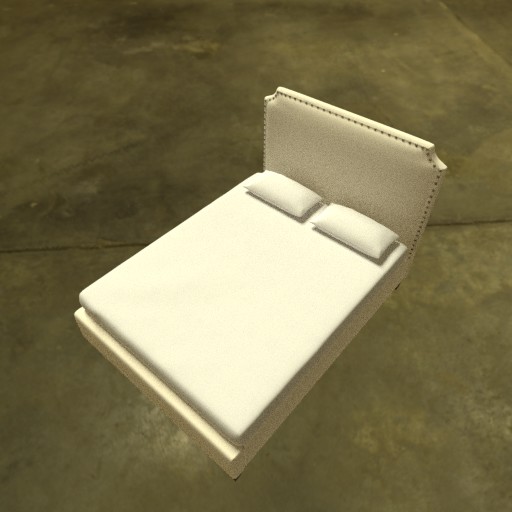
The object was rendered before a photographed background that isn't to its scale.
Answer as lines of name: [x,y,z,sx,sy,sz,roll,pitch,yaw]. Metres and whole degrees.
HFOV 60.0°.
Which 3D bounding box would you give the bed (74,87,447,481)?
bed: [0.000,0.000,3.442,1.712,1.497,2.372,32,54,27]
